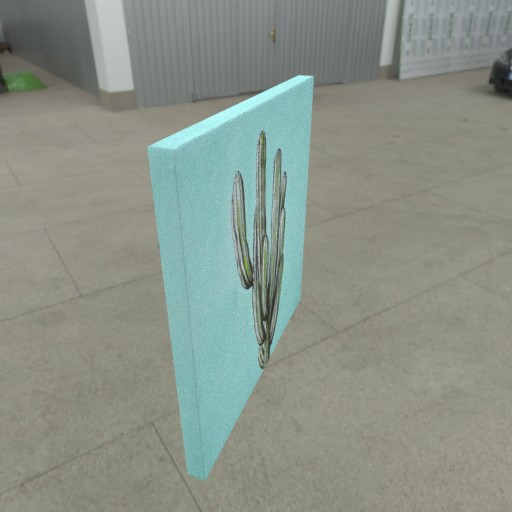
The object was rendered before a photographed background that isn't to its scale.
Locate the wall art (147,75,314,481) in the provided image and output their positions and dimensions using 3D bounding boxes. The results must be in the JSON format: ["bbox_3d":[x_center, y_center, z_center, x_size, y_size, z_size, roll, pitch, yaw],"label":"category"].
[{"bbox_3d":[0.000,0.000,1.131,0.054,0.766,0.765,11,32,18],"label":"wall art"}]
